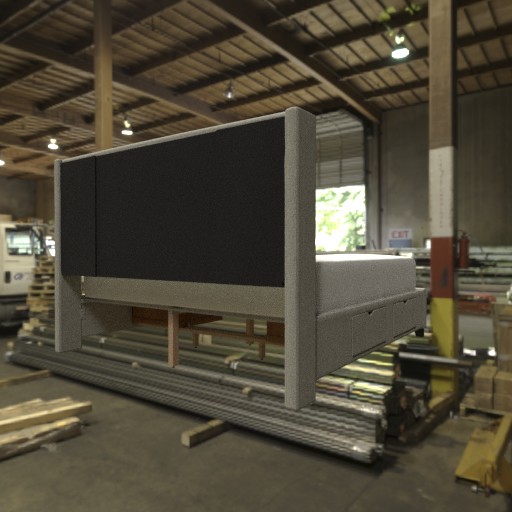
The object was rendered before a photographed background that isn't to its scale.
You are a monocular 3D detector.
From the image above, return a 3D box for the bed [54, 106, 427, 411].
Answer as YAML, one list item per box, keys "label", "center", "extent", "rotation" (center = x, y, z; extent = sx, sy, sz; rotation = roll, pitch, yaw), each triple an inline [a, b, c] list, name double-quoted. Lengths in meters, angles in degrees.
- label: "bed"
  center: [0.000, 0.000, 3.655]
  extent: [2.140, 1.470, 2.280]
  rotation: [0, 1, 36]
